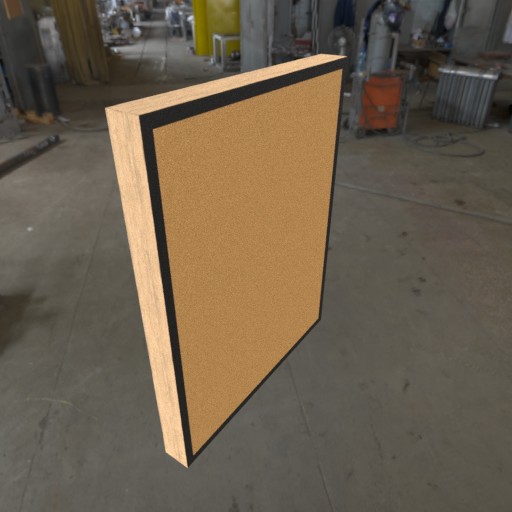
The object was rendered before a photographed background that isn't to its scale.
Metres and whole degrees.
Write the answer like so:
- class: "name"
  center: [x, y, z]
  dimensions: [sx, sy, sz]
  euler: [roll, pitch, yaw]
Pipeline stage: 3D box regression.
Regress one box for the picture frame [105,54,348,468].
- class: "picture frame"
  center: [0.000, 0.000, 0.687]
  dimensions: [0.046, 0.526, 0.421]
  euler: [21, 38, 29]
